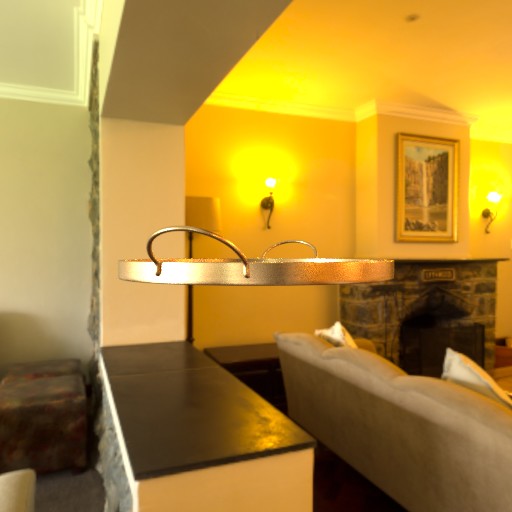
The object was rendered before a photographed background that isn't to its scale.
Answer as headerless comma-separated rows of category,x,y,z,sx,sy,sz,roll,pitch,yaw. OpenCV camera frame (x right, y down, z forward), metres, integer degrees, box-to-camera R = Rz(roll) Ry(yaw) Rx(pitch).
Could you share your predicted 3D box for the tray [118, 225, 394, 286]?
tray,0.000,0.000,0.737,0.438,0.069,0.543,0,0,18
